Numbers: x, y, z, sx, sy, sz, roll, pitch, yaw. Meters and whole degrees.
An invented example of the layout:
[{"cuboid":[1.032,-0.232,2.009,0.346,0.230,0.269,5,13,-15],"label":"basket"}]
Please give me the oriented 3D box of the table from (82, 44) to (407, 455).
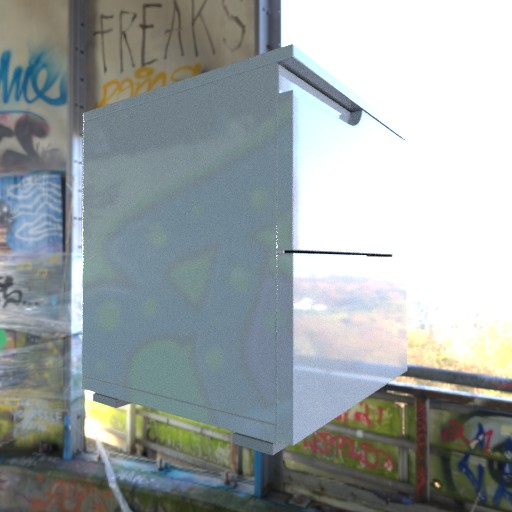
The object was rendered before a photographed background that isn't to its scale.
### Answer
[{"cuboid":[0.000,0.000,0.781,0.400,0.470,0.420,-1,-1,35],"label":"table"}]
